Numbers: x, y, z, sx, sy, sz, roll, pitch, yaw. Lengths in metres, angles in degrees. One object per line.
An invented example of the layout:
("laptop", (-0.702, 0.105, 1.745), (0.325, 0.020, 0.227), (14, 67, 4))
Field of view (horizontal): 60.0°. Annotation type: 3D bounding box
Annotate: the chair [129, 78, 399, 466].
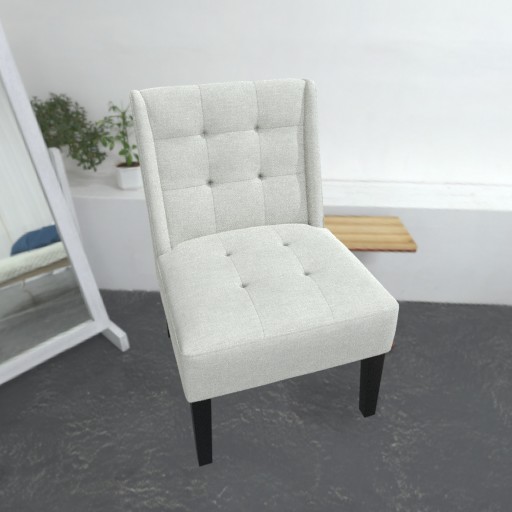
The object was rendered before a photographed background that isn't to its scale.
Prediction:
("chair", (0.000, 0.000, 1.295), (0.569, 0.853, 0.676), (-10, 34, -15))
